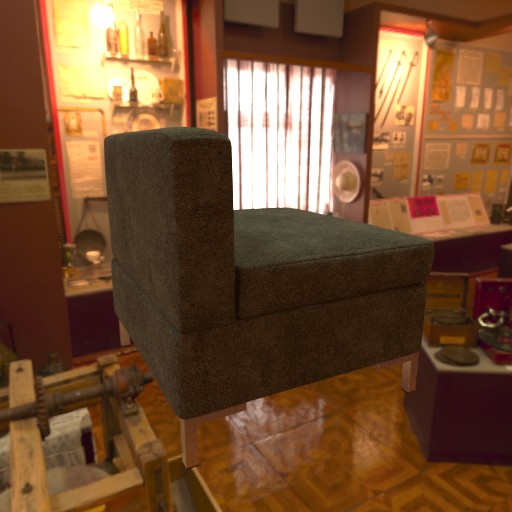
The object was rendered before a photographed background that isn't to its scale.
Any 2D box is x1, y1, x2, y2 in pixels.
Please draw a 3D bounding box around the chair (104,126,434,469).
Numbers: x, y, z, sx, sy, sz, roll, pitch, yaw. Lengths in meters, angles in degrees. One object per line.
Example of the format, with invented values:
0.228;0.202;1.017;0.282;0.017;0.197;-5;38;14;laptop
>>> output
0.000;0.000;1.219;0.680;0.660;0.680;-7;16;-27;chair
